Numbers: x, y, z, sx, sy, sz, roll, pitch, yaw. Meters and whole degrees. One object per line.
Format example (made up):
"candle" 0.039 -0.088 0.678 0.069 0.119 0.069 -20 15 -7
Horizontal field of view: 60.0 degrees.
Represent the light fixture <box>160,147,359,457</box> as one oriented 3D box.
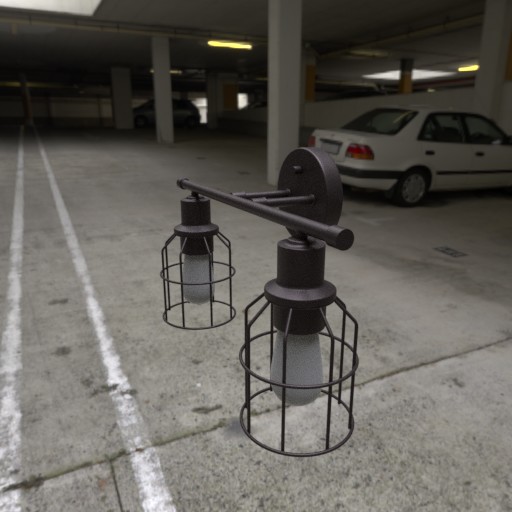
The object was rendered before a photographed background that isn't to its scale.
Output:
"light fixture" 0.000 0.000 0.539 0.165 0.254 0.406 -8 18 -25
